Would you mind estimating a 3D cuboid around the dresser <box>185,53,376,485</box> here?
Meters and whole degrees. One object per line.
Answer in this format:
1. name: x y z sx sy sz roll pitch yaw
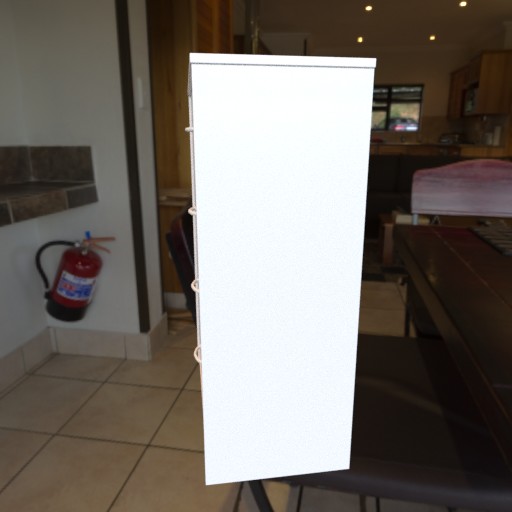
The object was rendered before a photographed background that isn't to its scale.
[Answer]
1. dresser: 0.000 0.000 1.363 0.401 1.021 0.704 -2 15 -9
